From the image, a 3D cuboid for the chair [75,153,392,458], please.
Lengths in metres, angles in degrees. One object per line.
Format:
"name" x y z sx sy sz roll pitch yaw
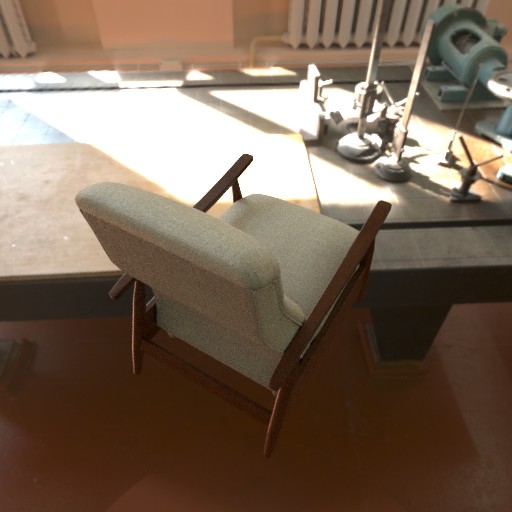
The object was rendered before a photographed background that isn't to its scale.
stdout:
"chair" 0.000 0.000 1.809 0.762 1.082 1.014 24 50 22
